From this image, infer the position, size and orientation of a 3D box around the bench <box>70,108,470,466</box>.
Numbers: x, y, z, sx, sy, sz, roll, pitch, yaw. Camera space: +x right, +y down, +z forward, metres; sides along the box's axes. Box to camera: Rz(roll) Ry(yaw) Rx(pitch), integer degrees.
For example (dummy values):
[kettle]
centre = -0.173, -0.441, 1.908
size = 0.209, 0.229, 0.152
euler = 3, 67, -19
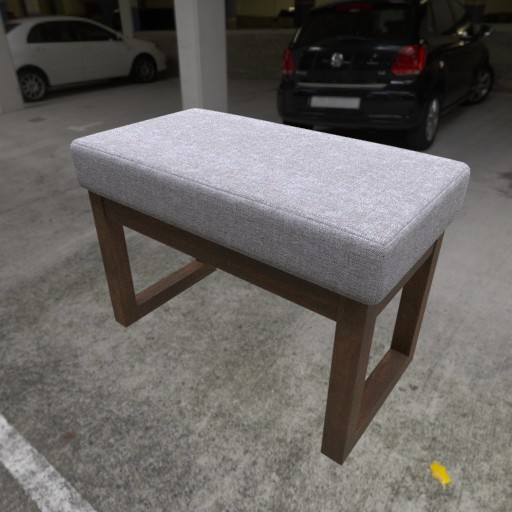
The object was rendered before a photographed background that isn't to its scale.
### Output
[bench]
centre = 0.000, 0.000, 0.941
size = 0.681, 0.467, 0.366
euler = 22, 38, 32
